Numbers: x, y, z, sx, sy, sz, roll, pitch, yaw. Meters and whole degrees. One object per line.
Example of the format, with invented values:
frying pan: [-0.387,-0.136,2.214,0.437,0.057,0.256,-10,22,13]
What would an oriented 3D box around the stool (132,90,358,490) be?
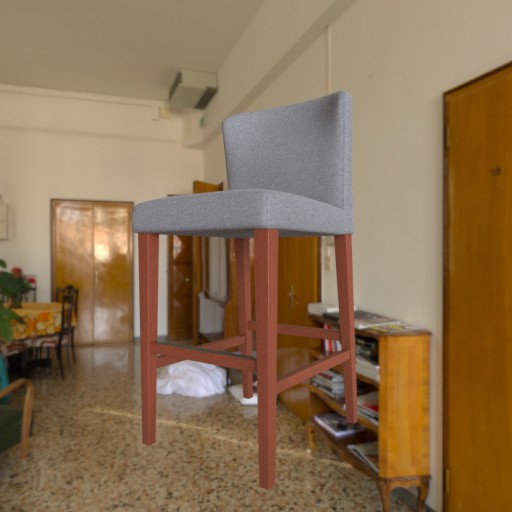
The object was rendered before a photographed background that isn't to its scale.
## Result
stool: [0.000,0.000,1.345,0.481,1.069,0.568,0,0,35]
